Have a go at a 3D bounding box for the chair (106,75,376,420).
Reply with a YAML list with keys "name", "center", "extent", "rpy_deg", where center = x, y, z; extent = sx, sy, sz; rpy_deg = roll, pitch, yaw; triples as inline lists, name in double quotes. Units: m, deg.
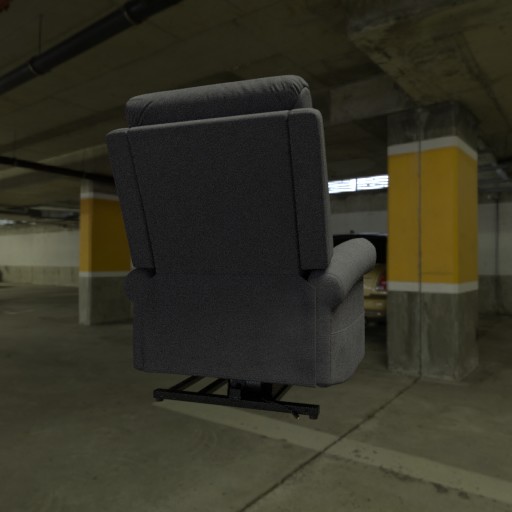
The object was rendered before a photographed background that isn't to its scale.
- name: "chair"
  center: [0.000, 0.000, 1.734]
  extent: [0.871, 1.031, 0.979]
  rpy_deg: [0, 0, 18]
